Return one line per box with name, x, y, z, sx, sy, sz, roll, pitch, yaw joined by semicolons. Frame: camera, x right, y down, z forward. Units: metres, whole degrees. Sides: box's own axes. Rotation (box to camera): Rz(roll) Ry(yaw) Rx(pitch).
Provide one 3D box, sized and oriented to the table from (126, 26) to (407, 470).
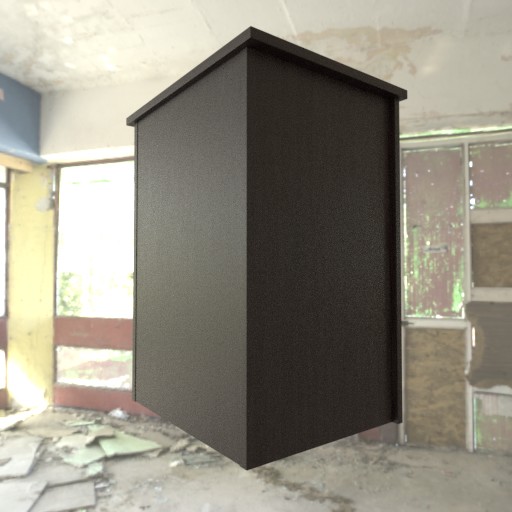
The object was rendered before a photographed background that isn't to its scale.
table;0.000;0.000;0.925;0.381;0.635;0.480;1;-2;-37
